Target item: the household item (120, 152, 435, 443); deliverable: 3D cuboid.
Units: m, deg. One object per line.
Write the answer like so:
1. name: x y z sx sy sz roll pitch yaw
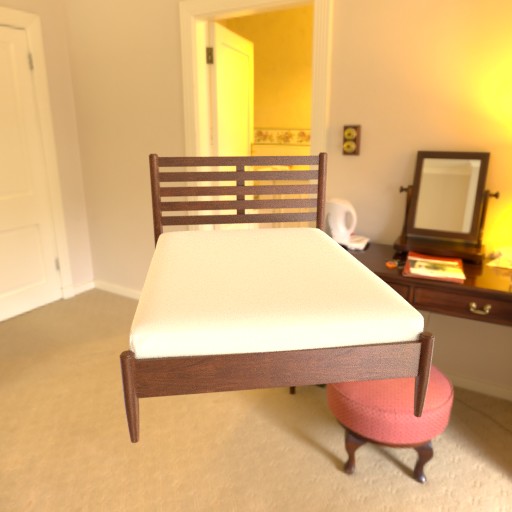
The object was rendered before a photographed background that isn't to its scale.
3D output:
1. household item: 0.000 0.000 3.276 1.663 1.356 2.232 -2 17 -7
